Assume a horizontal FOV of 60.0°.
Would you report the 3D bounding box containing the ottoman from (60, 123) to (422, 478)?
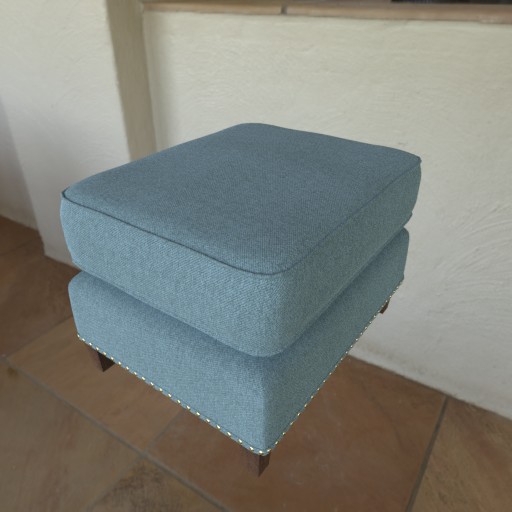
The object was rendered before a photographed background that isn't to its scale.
[{"bbox_3d":[0.000,0.000,1.128,0.589,0.537,0.738,21,37,30],"label":"ottoman"}]
